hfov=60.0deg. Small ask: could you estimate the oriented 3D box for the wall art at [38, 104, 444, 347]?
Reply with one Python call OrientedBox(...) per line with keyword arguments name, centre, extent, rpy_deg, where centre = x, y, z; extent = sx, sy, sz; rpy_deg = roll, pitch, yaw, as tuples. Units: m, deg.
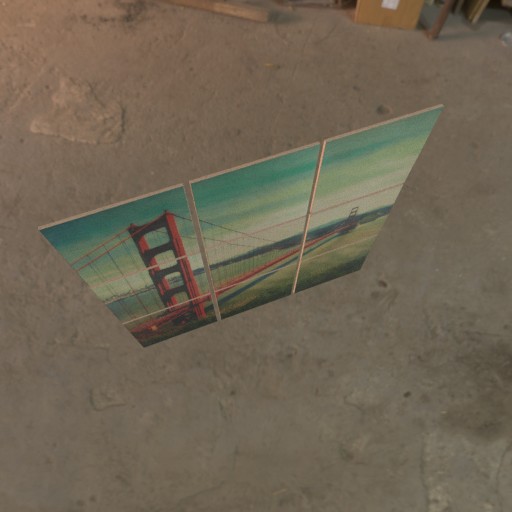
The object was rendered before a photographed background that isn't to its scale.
OrientedBox(name="wall art", centre=(0.000, 0.000, 2.241), extent=(1.519, 1.507, 0.014), rpy_deg=(-19, 65, -9))
